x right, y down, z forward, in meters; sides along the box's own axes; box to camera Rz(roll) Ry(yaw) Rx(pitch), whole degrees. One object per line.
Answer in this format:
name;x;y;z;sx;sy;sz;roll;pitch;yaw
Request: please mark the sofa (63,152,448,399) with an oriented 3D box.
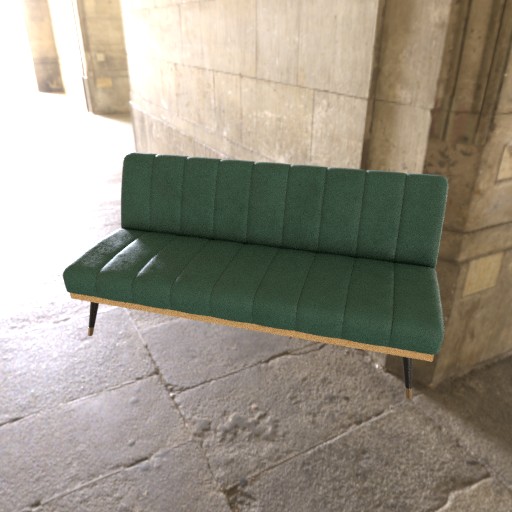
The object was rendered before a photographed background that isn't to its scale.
sofa;0.000;0.000;2.320;1.810;0.820;0.830;7;28;14
